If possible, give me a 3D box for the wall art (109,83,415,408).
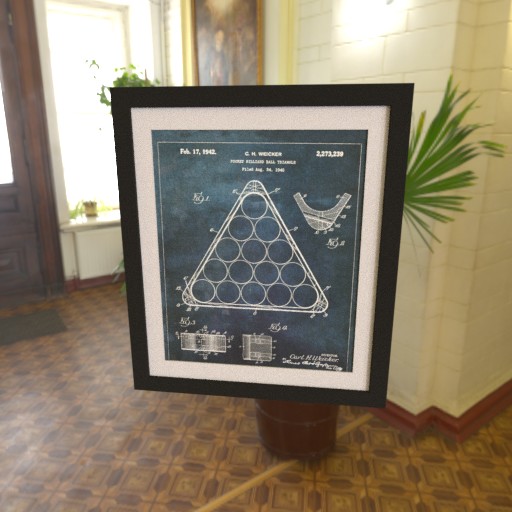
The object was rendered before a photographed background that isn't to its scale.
[{"bbox_3d":[0.000,0.000,0.501,0.311,0.361,0.010,2,15,7],"label":"wall art"}]
